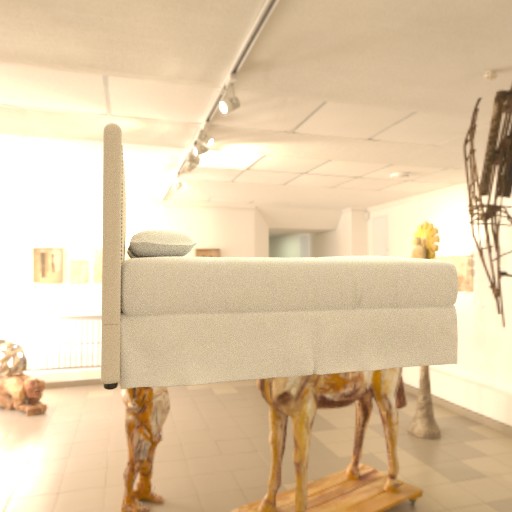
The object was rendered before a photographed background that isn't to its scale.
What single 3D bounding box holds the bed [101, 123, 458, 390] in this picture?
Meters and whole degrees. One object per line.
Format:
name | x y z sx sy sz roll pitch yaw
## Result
bed | 0.000 0.000 3.429 2.182 1.421 2.083 1 -2 -17
